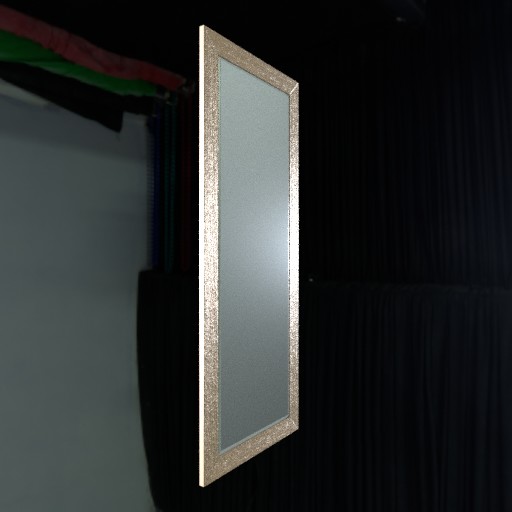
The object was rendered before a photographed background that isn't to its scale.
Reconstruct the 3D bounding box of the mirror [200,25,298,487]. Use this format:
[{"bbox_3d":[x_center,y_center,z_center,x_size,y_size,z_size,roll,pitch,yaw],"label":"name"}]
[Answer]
[{"bbox_3d":[0.000,0.000,2.285,0.026,2.031,0.812,0,0,36],"label":"mirror"}]
